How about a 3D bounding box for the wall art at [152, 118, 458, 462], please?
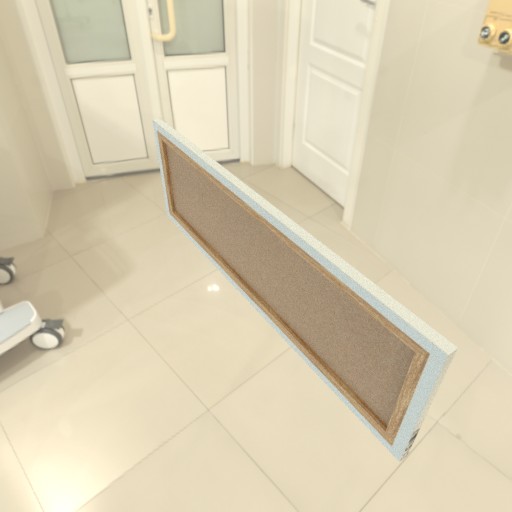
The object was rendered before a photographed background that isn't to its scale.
[{"bbox_3d":[0.000,0.000,1.616,0.039,0.507,1.520,-24,46,-26],"label":"wall art"}]
